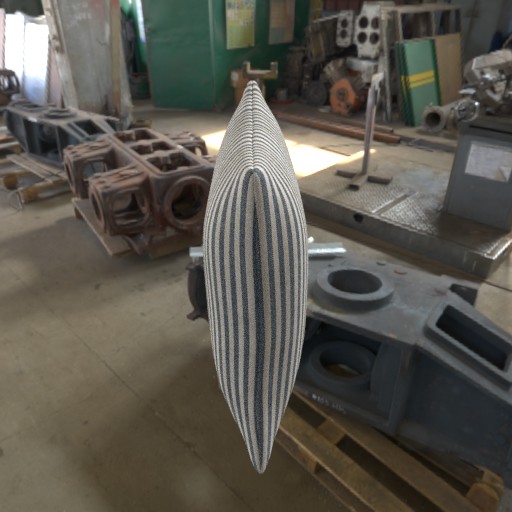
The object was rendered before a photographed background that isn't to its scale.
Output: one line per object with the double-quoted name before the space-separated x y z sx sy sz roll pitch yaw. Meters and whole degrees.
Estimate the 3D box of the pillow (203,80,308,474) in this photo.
"pillow" 0.000 0.000 0.799 0.166 0.510 0.523 0 31 0
